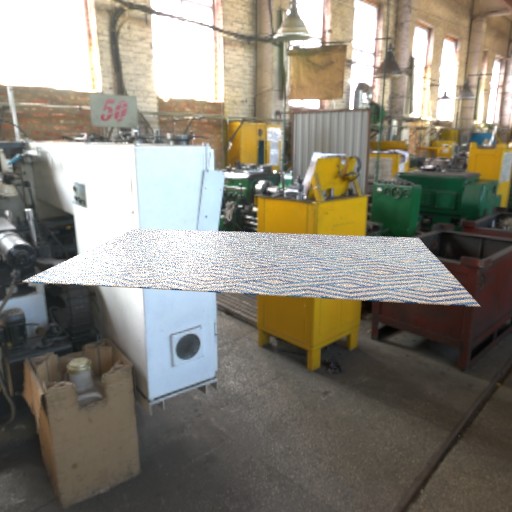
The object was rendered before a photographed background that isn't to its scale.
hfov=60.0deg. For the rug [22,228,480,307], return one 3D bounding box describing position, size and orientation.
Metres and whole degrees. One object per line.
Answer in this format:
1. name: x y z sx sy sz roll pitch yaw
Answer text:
1. rug: 0.000 0.000 3.057 2.439 0.008 1.531 2 15 9
